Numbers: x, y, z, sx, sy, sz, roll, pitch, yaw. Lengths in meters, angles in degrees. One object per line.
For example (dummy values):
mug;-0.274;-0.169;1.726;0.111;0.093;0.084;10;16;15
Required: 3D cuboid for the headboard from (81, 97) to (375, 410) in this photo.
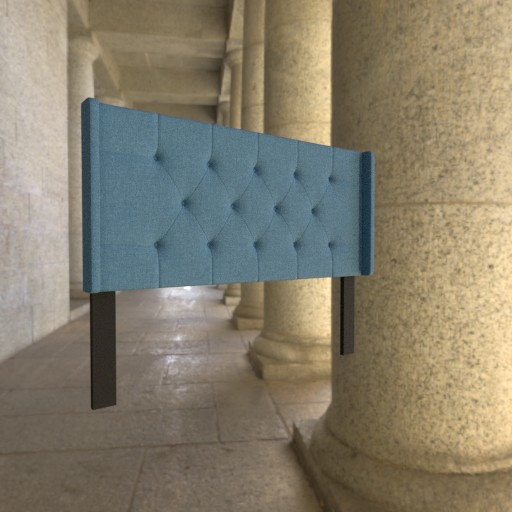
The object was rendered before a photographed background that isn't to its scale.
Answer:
headboard;0.000;0.000;2.749;2.051;1.524;0.184;-1;2;-37
